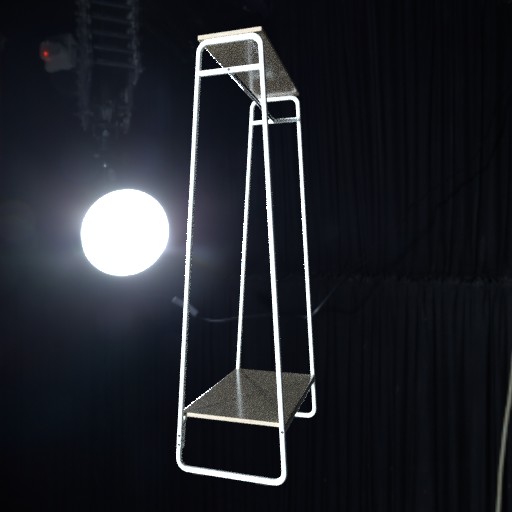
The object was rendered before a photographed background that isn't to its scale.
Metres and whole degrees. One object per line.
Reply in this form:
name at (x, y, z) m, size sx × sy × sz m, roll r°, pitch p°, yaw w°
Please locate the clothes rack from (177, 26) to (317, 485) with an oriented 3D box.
clothes rack at (0.000, 0.000, 1.798) m, size 0.400 × 1.512 × 0.640 m, roll 0°, pitch 1°, yaw 17°
